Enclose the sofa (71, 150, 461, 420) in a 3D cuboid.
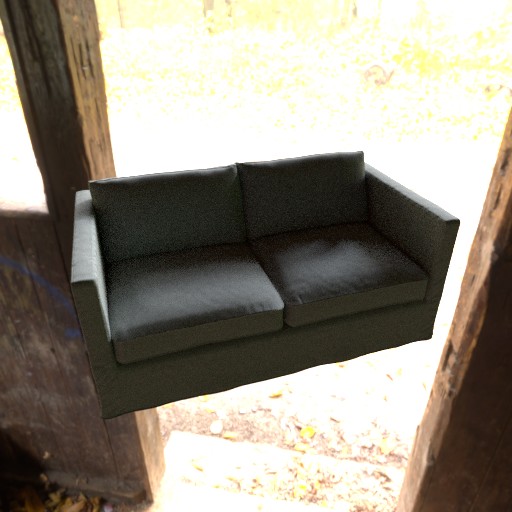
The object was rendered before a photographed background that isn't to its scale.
[{"bbox_3d":[0.000,0.000,2.316,1.727,0.830,0.944,-9,32,-16],"label":"sofa"}]
